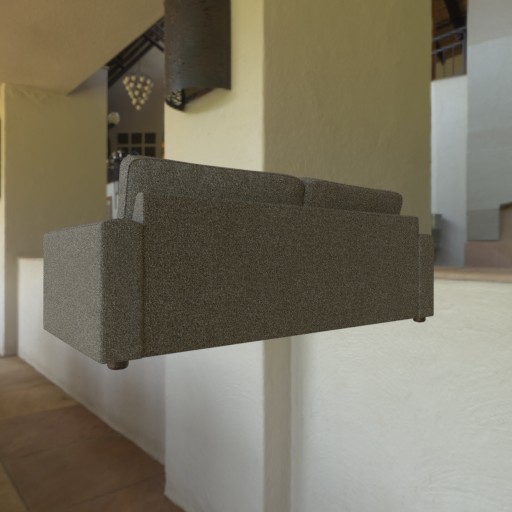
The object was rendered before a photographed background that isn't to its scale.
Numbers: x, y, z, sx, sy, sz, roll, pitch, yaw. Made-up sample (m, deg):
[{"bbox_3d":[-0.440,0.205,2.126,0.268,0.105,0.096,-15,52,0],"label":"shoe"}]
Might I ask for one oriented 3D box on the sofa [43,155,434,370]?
[{"bbox_3d":[0.000,0.000,2.668,2.179,0.873,1.016,0,0,-37],"label":"sofa"}]
